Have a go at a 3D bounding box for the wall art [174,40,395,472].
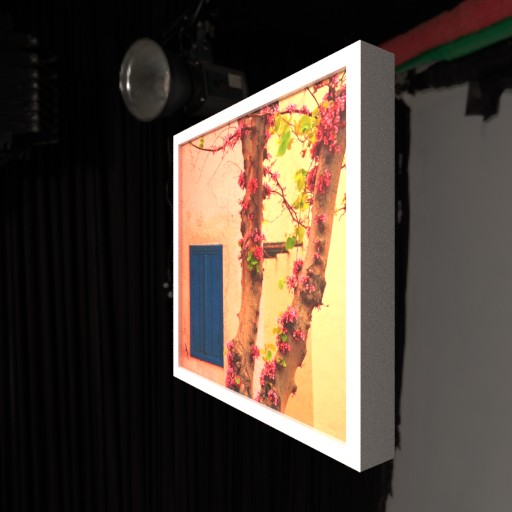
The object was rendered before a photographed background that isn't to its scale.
[{"bbox_3d":[0.000,0.000,0.444,0.038,0.302,0.305,0,0,-35],"label":"wall art"}]
